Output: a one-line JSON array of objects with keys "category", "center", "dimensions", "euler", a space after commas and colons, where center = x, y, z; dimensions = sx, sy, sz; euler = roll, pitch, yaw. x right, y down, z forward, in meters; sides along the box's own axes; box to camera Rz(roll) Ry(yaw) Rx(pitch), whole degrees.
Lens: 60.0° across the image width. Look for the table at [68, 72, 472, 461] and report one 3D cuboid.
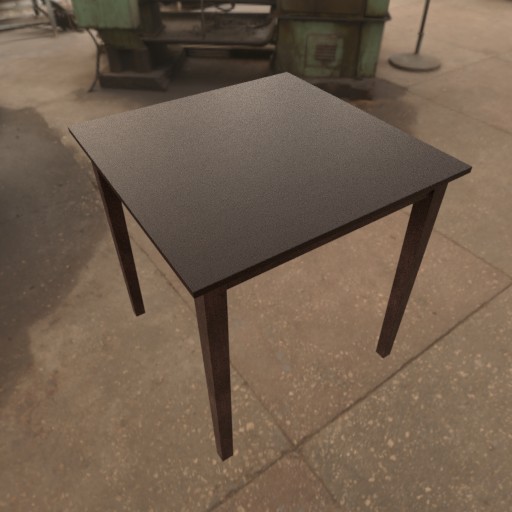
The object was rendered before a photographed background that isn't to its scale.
[{"category": "table", "center": [0.000, 0.000, 1.398], "dimensions": [0.749, 0.770, 0.749], "euler": [-24, 47, -24]}]
